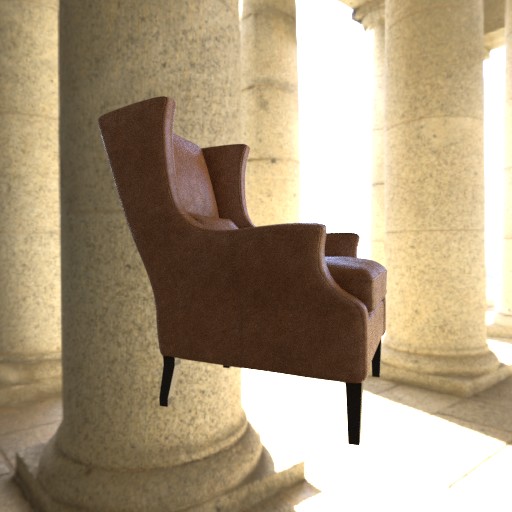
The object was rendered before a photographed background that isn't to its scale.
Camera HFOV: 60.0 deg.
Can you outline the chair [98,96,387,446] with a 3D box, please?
[{"bbox_3d":[0.000,0.000,1.679,0.926,1.016,0.853,0,1,20],"label":"chair"}]
